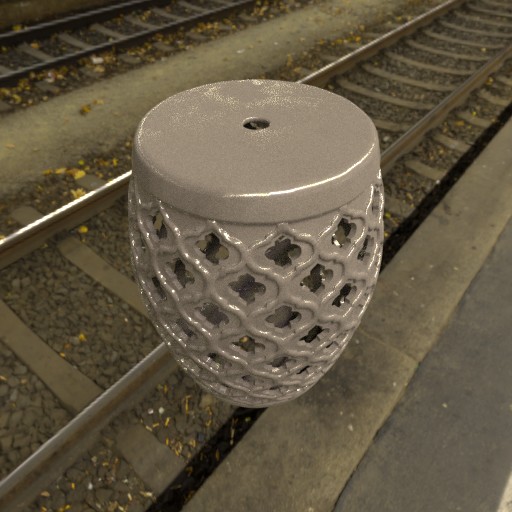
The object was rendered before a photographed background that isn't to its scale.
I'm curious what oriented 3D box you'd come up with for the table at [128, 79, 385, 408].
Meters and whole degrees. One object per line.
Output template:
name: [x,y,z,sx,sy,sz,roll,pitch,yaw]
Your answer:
table: [0.000,0.000,0.608,0.325,0.388,0.325,0,43,0]
